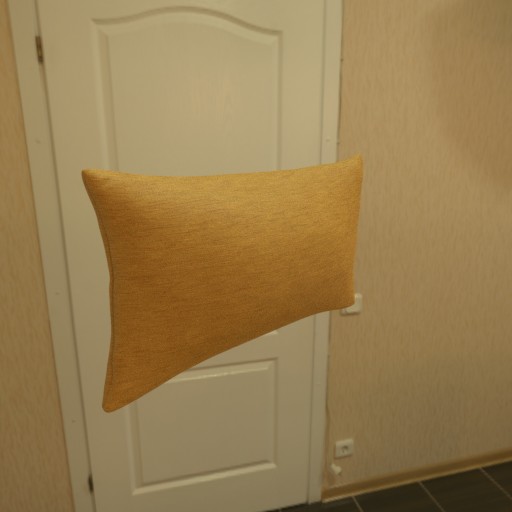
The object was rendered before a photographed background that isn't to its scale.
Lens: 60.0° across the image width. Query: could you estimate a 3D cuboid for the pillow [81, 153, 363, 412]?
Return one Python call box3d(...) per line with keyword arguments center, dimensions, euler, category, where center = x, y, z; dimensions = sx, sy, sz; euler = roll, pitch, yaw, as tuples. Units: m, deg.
box3d(center=(0.000, 0.000, 0.816), dimensions=(0.634, 0.354, 0.210), euler=(-14, 20, -42), category="pillow")
